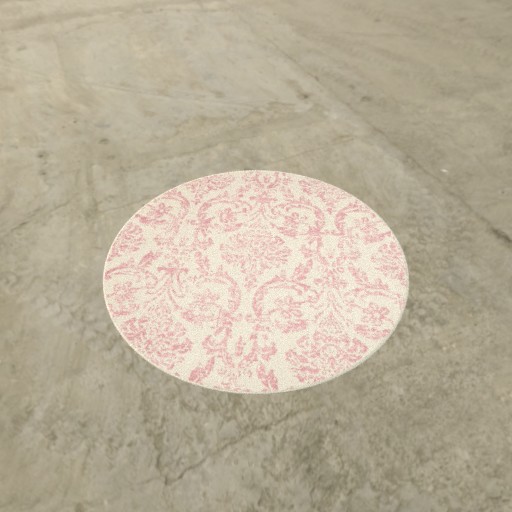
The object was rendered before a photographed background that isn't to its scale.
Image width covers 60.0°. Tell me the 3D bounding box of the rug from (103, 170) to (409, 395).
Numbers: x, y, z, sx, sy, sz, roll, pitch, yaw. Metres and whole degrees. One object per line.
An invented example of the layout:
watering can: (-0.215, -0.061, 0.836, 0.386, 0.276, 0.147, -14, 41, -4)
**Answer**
rug: (0.000, 0.000, 2.371, 1.593, 0.012, 1.593, 0, 45, 0)
